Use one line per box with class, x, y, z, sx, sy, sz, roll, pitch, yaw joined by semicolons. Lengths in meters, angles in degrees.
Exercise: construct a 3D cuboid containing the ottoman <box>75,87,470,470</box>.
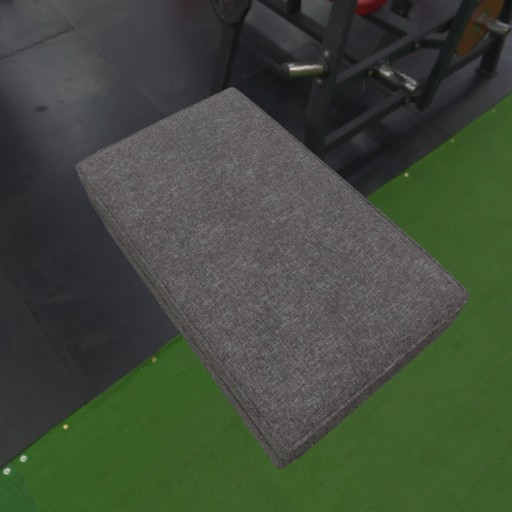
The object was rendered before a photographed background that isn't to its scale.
ottoman;0.000;0.000;1.555;0.717;0.487;1.184;-33;64;-18
